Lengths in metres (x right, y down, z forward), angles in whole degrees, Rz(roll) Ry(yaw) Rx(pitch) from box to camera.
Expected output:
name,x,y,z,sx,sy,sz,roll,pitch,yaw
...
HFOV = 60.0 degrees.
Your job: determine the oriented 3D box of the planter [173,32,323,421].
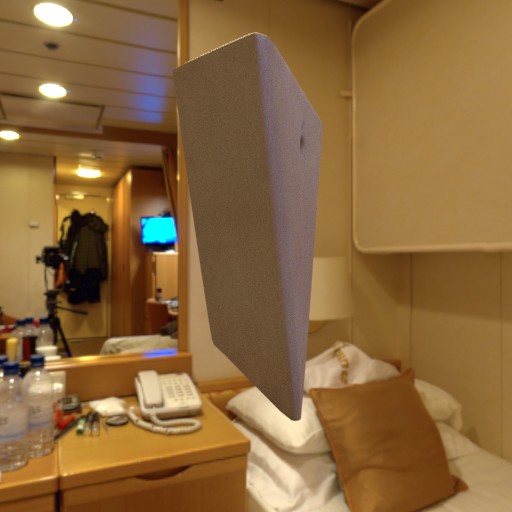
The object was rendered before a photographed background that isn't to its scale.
name,x,y,z,sx,sy,sz,roll,pitch,yaw
planter,0.000,0.000,0.274,0.060,0.197,0.150,0,0,19
